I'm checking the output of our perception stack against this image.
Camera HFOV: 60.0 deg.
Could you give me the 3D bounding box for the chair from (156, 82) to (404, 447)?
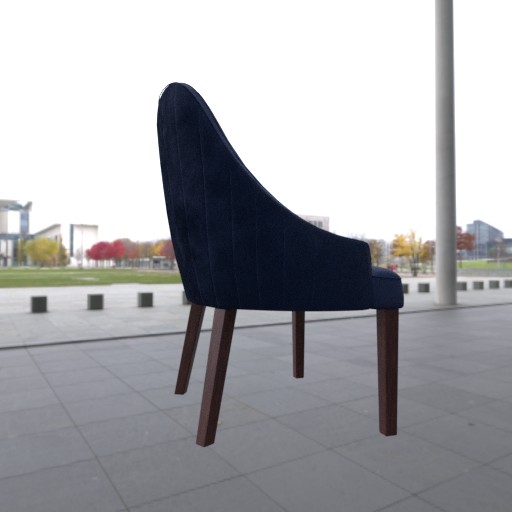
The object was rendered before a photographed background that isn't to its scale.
[{"bbox_3d":[0.000,0.000,1.304,0.575,0.889,0.643,0,-1,-17],"label":"chair"}]
